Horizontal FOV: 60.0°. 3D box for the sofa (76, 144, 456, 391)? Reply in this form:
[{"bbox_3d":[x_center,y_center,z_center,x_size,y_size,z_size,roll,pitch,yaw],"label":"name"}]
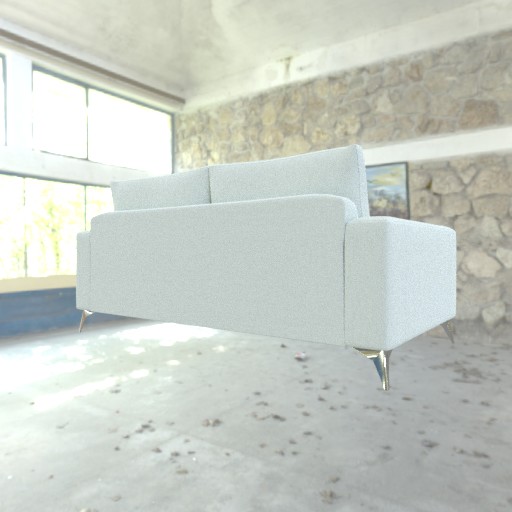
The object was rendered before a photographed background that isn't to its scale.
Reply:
[{"bbox_3d":[0.000,0.000,2.157,1.650,0.790,0.920,0,1,36],"label":"sofa"}]
